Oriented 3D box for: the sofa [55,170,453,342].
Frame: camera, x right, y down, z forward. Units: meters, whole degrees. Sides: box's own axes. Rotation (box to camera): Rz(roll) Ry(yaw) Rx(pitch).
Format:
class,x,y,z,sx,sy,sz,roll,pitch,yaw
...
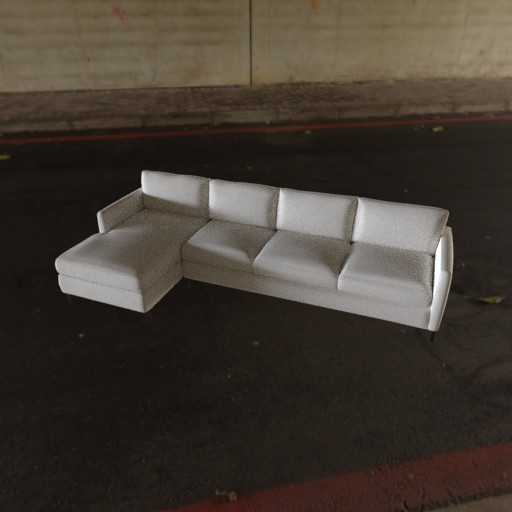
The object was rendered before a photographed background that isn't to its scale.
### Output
class,x,y,z,sx,sy,sz,roll,pitch,yaw
sofa,0.000,0.000,3.884,3.186,0.875,1.467,10,31,18
